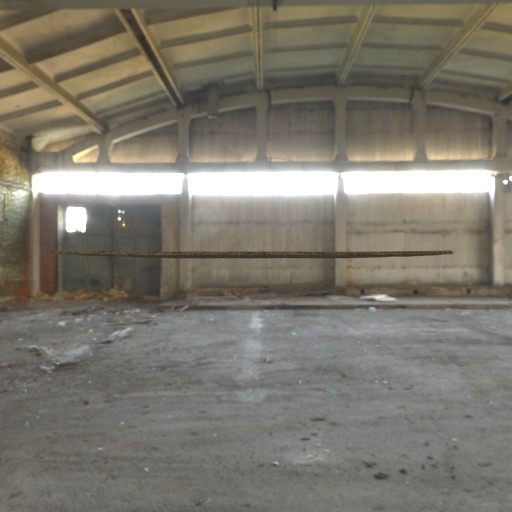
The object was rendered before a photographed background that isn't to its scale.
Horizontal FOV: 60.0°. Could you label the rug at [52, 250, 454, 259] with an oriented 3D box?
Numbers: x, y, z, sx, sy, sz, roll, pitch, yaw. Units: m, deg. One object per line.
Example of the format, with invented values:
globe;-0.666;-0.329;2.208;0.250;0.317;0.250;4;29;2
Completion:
rug;0.000;0.000;4.255;2.414;0.036;3.199;0;-1;1
